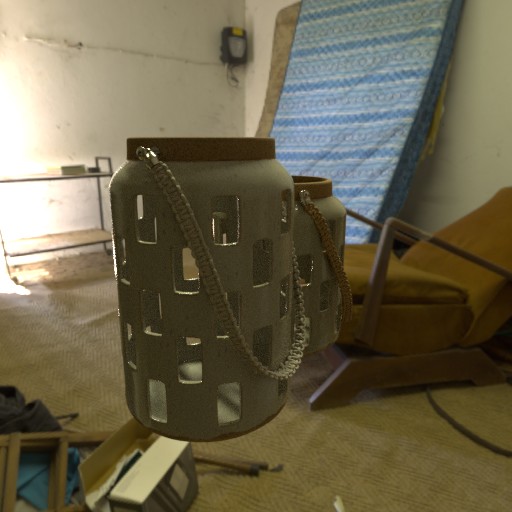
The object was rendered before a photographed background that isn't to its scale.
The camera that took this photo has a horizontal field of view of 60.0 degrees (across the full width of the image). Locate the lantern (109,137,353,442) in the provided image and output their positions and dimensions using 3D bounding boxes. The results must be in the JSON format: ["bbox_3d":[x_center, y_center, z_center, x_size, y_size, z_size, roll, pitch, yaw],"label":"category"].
[{"bbox_3d":[0.000,0.000,0.496,0.184,0.255,0.347,7,16,26],"label":"lantern"}]
